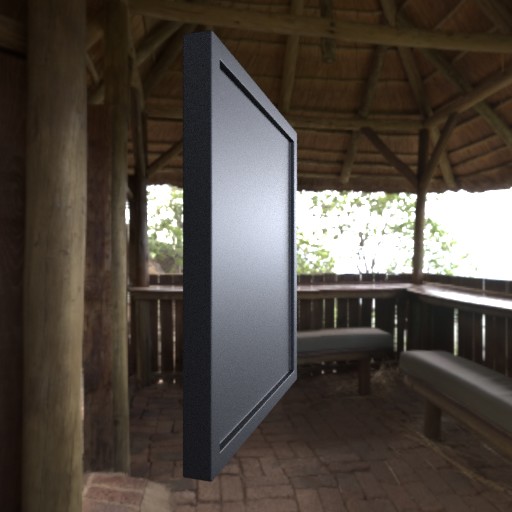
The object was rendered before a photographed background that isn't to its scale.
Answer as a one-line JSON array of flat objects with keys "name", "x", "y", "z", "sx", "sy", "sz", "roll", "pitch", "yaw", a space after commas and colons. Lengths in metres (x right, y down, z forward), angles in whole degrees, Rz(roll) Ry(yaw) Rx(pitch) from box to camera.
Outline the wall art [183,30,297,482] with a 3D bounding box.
[{"name": "wall art", "x": 0.000, "y": 0.000, "z": 0.533, "sx": 0.028, "sy": 0.381, "sz": 0.328, "roll": 0, "pitch": 0, "yaw": 18}]
